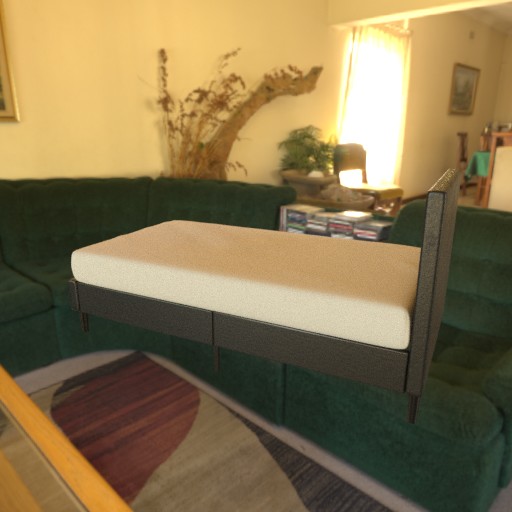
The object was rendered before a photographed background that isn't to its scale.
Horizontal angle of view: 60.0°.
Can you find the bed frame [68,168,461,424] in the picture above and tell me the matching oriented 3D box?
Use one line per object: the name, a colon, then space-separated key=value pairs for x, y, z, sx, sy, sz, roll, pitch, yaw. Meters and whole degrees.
bed frame: x=0.000 y=0.000 z=2.533 sx=2.152 sy=1.046 sz=1.038 roll=8 pitch=18 yaw=26
